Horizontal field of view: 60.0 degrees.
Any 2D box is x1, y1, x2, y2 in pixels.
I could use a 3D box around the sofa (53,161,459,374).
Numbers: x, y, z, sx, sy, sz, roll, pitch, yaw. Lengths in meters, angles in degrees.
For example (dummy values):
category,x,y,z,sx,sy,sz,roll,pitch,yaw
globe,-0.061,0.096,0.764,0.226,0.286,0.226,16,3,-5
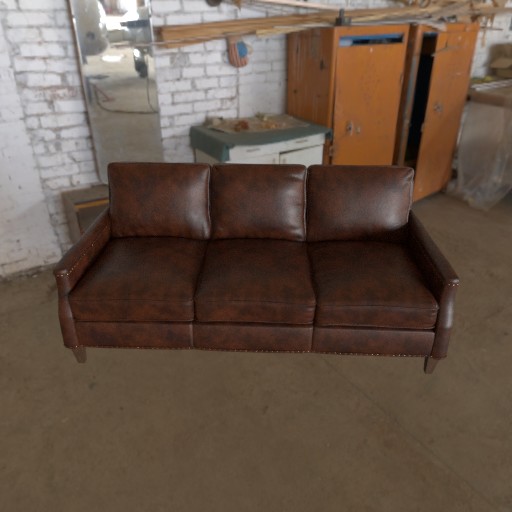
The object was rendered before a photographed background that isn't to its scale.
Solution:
category,x,y,z,sx,sy,sz,roll,pitch,yaw
sofa,0.000,0.000,2.859,2.240,1.003,1.084,1,30,2
